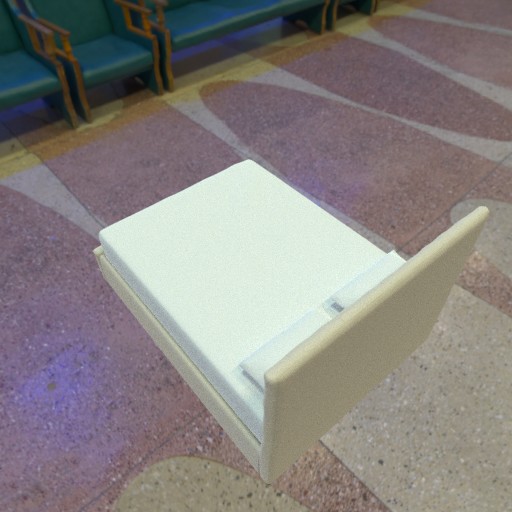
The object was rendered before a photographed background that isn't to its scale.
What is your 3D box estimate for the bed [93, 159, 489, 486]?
[{"bbox_3d":[0.000,0.000,3.256,1.696,1.426,2.233,-32,54,-26],"label":"bed"}]
